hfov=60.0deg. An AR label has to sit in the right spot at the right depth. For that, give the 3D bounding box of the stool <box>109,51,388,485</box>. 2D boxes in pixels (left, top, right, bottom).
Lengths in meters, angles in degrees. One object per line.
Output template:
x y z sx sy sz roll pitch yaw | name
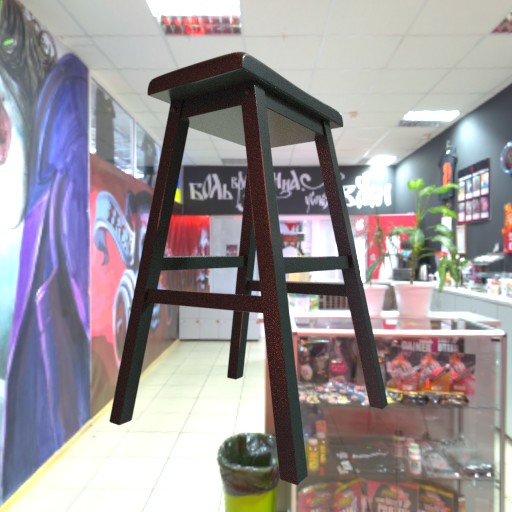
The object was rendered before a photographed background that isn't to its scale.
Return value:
0.000 0.000 1.035 0.476 0.737 0.457 0 1 34 | stool
